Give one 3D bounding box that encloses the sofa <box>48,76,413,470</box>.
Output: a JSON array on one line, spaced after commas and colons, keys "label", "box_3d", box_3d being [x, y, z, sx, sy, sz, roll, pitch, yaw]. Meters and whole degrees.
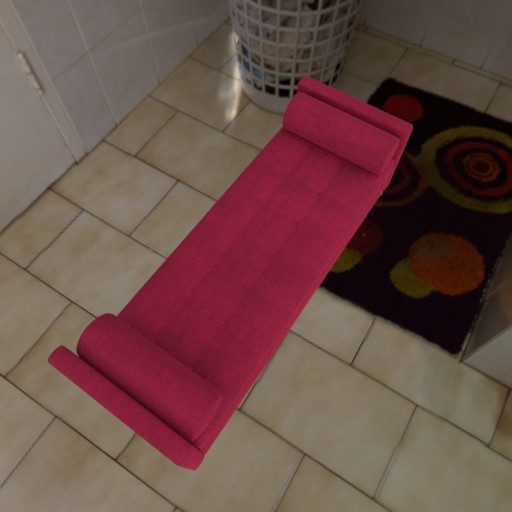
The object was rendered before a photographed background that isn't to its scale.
[{"label": "sofa", "box_3d": [0.000, 0.000, 2.315, 0.686, 0.635, 1.981, 31, 67, 15]}]
